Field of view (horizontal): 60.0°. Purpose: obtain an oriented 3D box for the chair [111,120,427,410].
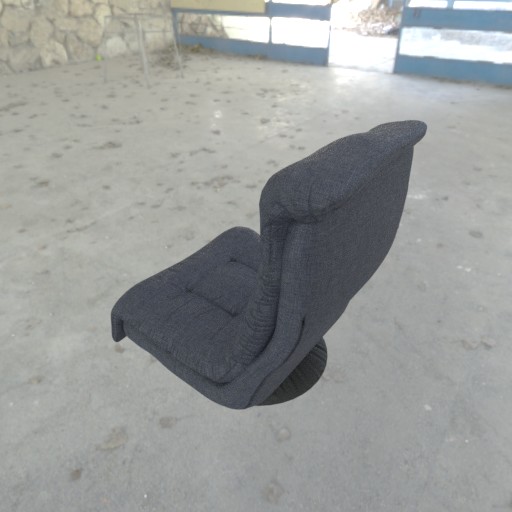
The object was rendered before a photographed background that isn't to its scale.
[{"bbox_3d":[0.000,0.000,1.207,0.668,0.749,0.597,21,38,30],"label":"chair"}]
